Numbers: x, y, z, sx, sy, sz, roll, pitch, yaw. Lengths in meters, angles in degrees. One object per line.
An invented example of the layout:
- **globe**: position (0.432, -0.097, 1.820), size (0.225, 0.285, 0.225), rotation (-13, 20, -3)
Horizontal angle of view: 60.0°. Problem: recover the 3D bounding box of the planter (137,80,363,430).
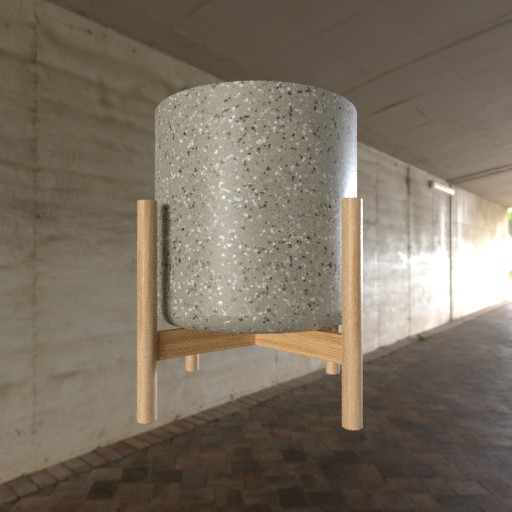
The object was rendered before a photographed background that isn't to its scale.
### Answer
- **planter**: position (0.000, 0.000, 0.681), size (0.360, 0.419, 0.360), rotation (0, 0, -18)
